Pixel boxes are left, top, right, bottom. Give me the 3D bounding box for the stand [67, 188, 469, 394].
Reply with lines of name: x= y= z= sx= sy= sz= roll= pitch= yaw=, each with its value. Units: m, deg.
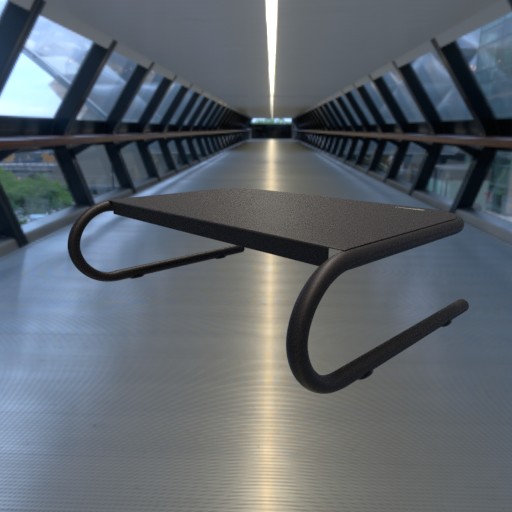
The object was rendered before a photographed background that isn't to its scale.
stand: x=0.000 y=0.000 z=0.497 sx=0.280 sy=0.108 sz=0.370 roll=-14 pitch=20 yaw=-42
